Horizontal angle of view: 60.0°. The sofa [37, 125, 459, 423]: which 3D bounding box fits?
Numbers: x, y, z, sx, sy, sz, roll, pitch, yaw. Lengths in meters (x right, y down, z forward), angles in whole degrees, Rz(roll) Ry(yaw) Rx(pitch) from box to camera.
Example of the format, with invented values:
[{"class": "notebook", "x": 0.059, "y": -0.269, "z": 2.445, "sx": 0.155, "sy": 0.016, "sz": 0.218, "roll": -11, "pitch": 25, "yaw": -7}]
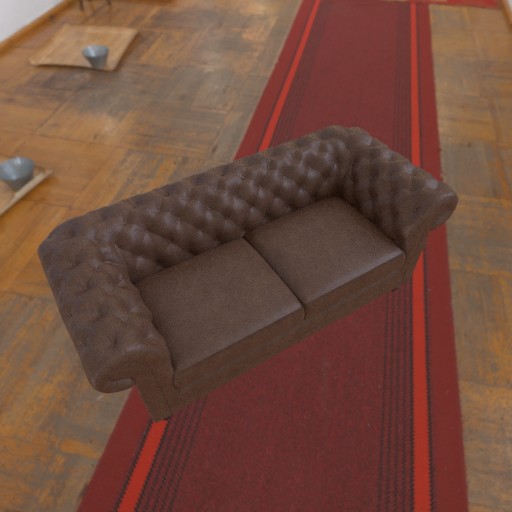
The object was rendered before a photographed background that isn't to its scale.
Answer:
[{"class": "sofa", "x": 0.000, "y": 0.000, "z": 2.492, "sx": 2.048, "sy": 0.784, "sz": 0.955, "roll": -25, "pitch": 51, "yaw": -21}]
